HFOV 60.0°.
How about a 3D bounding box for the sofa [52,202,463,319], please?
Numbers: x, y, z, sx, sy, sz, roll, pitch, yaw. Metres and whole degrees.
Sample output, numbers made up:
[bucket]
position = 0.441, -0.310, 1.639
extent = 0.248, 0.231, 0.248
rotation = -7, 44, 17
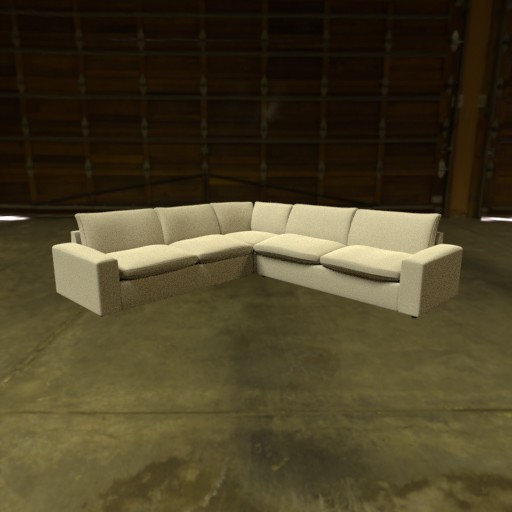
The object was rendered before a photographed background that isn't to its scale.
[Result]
[sofa]
position = 0.000, 0.000, 4.797
extent = 3.206, 0.918, 3.066
rotation = 13, 19, 43
